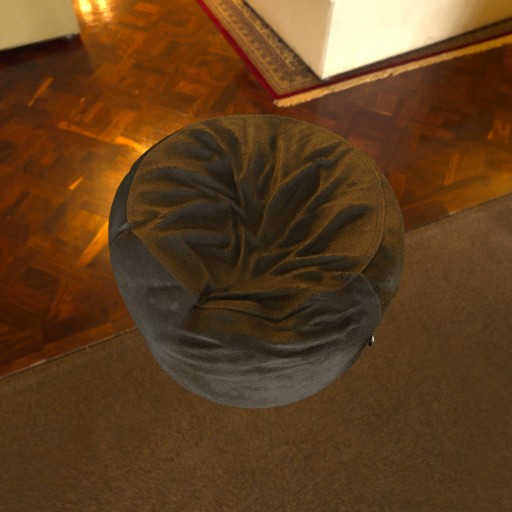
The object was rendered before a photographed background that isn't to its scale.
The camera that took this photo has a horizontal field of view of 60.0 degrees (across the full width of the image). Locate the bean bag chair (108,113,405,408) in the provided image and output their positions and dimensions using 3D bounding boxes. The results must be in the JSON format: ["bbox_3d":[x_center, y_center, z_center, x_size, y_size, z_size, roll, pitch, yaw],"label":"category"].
[{"bbox_3d":[0.000,0.000,1.501,0.918,0.605,0.918,0,56,0],"label":"bean bag chair"}]
